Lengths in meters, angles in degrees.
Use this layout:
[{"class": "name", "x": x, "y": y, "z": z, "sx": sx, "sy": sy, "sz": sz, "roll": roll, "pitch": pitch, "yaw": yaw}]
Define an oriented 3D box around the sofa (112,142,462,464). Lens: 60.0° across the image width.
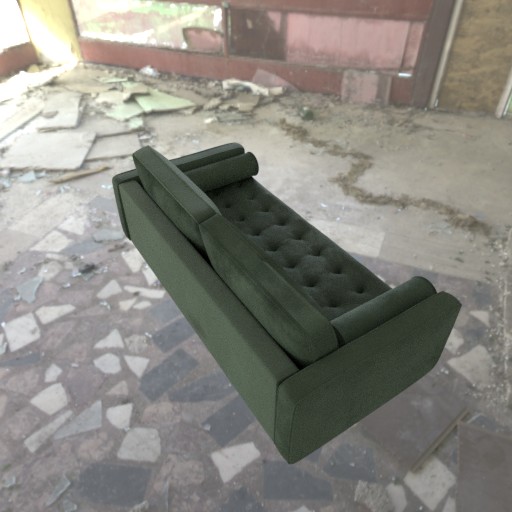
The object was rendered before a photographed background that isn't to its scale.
[{"class": "sofa", "x": 0.000, "y": 0.000, "z": 2.394, "sx": 0.916, "sy": 0.772, "sz": 1.880, "roll": -23, "pitch": 45, "yaw": -25}]
